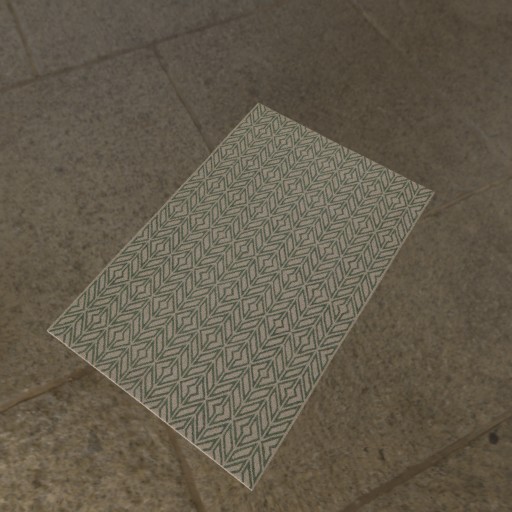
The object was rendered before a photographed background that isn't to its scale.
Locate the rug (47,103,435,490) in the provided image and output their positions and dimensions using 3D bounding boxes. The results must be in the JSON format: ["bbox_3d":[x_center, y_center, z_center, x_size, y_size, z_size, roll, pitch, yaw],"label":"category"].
[{"bbox_3d":[0.000,0.000,2.345,1.220,0.007,1.828,32,67,15],"label":"rug"}]
